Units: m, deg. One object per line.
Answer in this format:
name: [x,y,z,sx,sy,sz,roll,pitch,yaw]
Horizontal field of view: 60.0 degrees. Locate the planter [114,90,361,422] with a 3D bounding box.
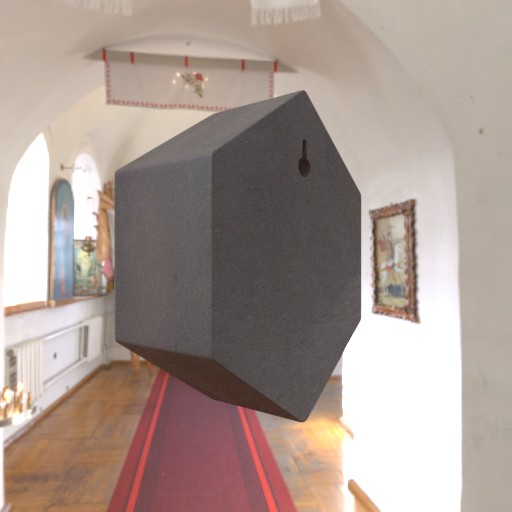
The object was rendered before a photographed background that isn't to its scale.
planter: [0.000,0.000,0.298,0.077,0.206,0.169,0,0,37]
